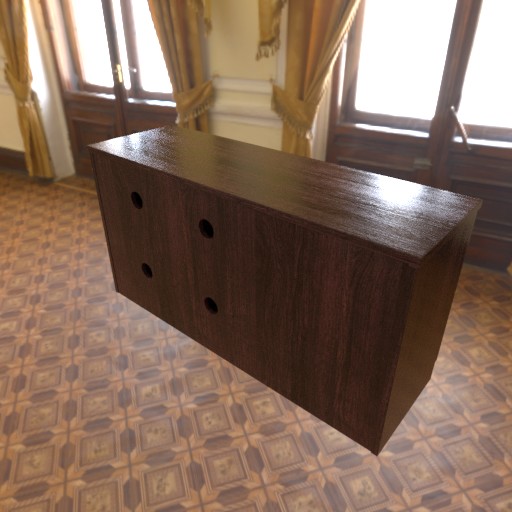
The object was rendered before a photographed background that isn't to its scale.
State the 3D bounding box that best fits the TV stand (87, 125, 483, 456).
[{"bbox_3d":[0.000,0.000,1.484,1.192,0.614,0.404,23,37,34],"label":"TV stand"}]
